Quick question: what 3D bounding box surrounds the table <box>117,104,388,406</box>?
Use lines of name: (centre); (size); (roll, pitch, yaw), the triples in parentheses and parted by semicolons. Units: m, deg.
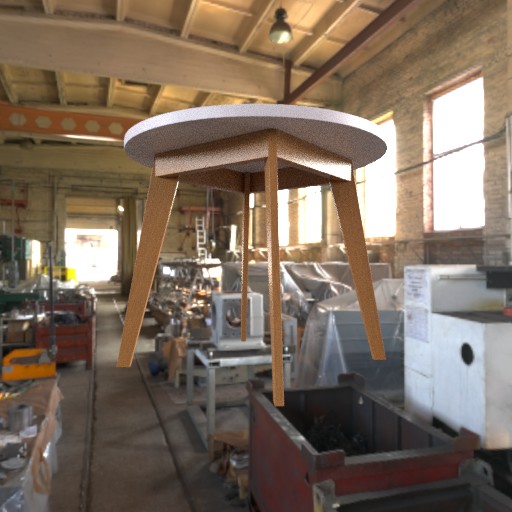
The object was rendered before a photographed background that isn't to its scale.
table: (0.000, 0.000, 1.567); (0.896, 0.762, 0.896); (0, -1, 0)
